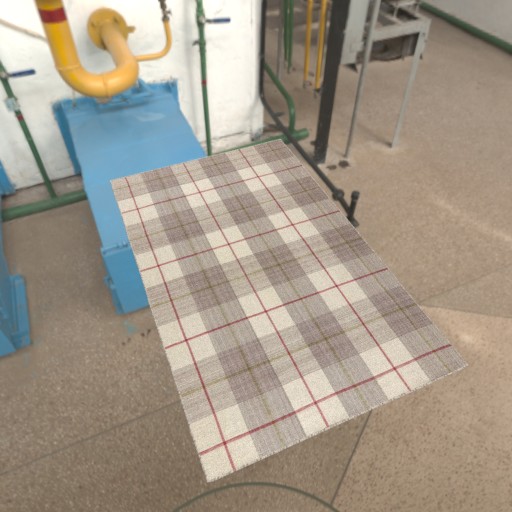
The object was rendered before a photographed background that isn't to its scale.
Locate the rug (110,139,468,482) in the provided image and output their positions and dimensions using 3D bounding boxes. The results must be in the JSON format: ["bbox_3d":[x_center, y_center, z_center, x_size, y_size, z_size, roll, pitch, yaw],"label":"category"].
[{"bbox_3d":[0.000,0.000,3.022,1.549,0.010,2.464,-18,50,-16],"label":"rug"}]
